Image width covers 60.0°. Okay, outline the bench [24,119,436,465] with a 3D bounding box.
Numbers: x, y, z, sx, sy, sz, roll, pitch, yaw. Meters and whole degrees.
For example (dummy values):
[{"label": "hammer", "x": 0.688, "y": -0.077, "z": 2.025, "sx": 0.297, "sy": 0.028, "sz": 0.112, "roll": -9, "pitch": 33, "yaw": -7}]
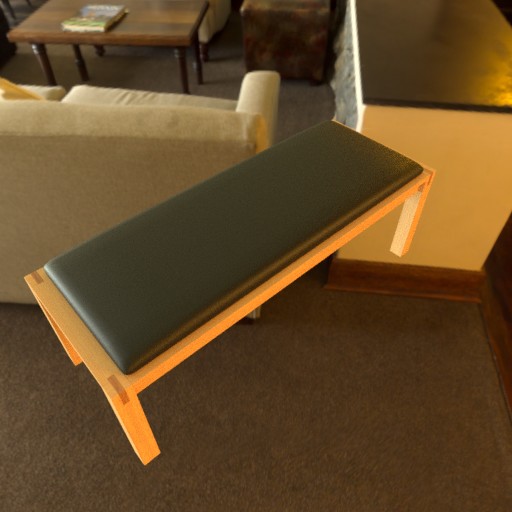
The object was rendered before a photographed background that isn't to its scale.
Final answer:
[{"label": "bench", "x": 0.000, "y": 0.000, "z": 1.422, "sx": 1.202, "sy": 0.430, "sz": 0.450, "roll": -33, "pitch": 54, "yaw": -28}]
